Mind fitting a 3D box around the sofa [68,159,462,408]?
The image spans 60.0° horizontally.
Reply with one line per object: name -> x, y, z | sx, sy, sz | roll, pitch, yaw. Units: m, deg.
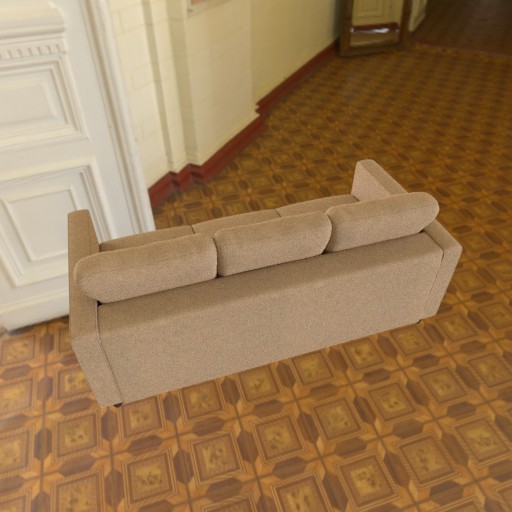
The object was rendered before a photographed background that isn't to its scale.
sofa -> 0.000, 0.000, 2.411 | 1.855, 0.800, 0.930 | -12, 43, -13
